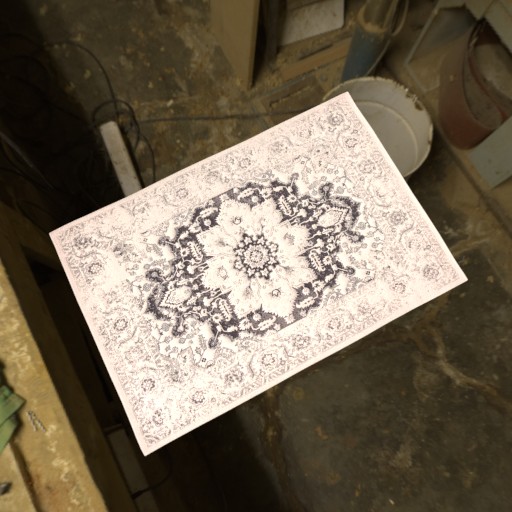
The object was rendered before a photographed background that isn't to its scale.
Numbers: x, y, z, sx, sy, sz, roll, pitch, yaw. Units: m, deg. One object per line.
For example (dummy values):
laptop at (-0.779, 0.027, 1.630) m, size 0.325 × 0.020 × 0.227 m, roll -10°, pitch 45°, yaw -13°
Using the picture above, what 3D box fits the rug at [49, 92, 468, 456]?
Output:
rug at (0.000, 0.000, 2.289) m, size 1.813 × 0.008 × 1.223 m, roll -27°, pitch 78°, yaw -6°
